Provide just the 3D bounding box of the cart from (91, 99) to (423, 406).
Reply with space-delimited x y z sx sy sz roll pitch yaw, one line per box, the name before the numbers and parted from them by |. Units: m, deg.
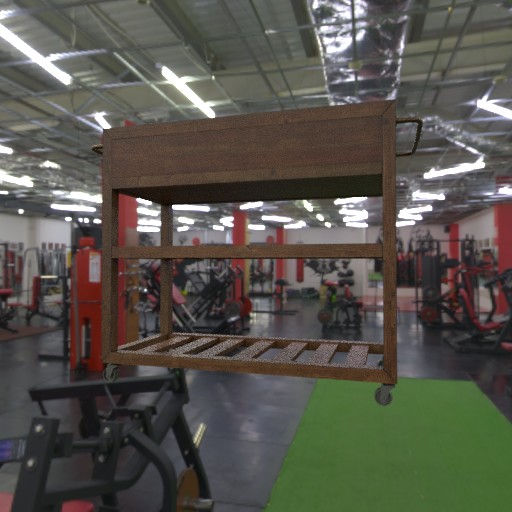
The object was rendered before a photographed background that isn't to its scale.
cart | 0.000 0.000 1.525 1.065 0.830 0.445 0 -1 16
